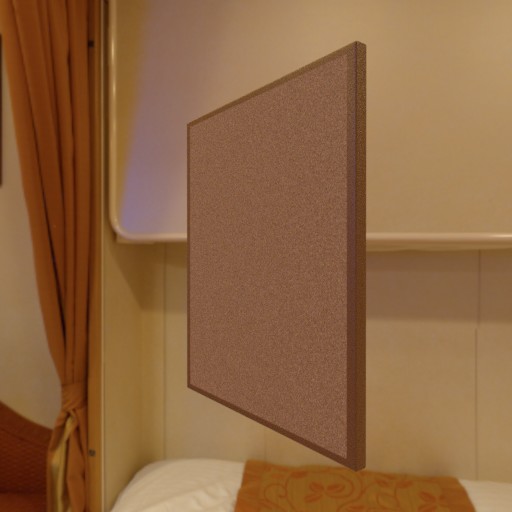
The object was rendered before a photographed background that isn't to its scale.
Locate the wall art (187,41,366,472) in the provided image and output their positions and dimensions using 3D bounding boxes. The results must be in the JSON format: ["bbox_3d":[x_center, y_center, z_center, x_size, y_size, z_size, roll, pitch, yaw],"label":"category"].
[{"bbox_3d":[0.000,0.000,0.516,0.015,0.379,0.310,0,0,-37],"label":"wall art"}]
